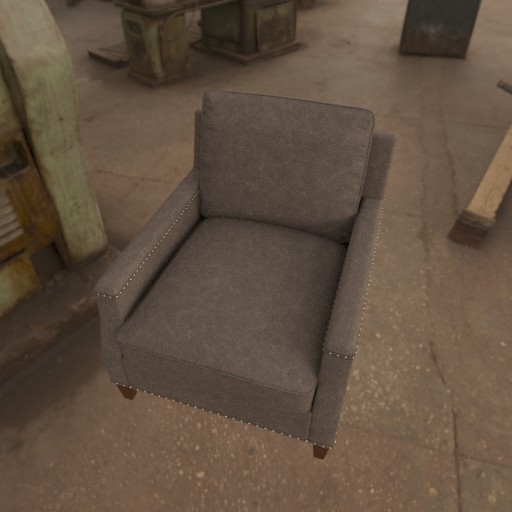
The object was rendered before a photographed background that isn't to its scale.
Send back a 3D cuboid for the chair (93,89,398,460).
[{"bbox_3d":[0.000,0.000,1.682,0.853,0.948,1.014,12,42,13],"label":"chair"}]
